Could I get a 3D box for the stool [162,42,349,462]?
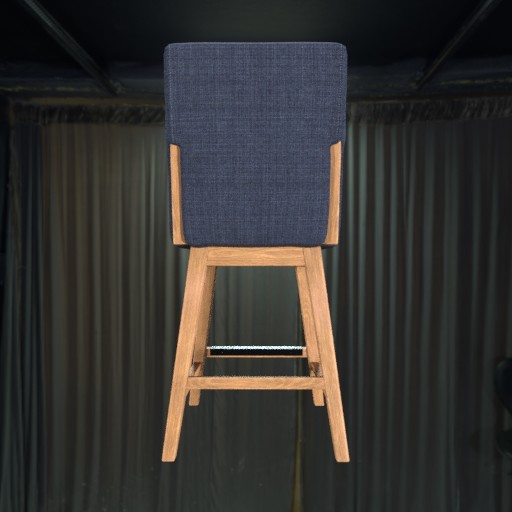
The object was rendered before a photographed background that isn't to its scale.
[{"bbox_3d":[0.000,0.000,1.286,0.459,1.010,0.526,0,-1,0],"label":"stool"}]
